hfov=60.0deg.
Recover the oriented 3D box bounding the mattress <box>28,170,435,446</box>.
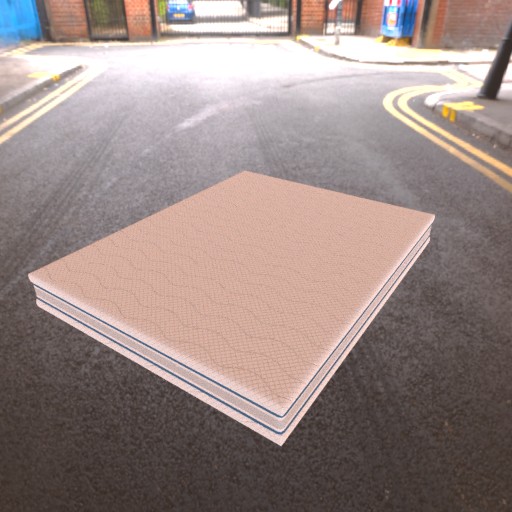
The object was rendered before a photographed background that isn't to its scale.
[{"bbox_3d":[0.000,0.000,2.746,1.600,0.230,2.000,19,35,29],"label":"mattress"}]
